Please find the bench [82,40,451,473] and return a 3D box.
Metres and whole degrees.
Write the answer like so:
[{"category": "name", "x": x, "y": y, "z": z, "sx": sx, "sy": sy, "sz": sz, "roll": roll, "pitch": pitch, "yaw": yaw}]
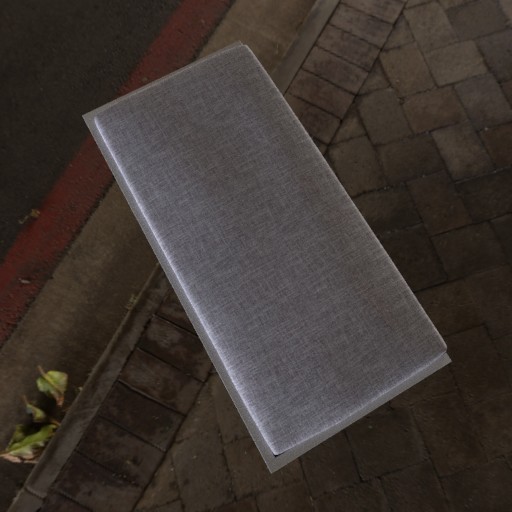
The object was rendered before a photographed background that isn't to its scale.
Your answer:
[{"category": "bench", "x": 0.000, "y": 0.000, "z": 0.999, "sx": 0.362, "sy": 0.461, "sz": 0.734, "roll": -29, "pitch": 77, "yaw": -7}]
